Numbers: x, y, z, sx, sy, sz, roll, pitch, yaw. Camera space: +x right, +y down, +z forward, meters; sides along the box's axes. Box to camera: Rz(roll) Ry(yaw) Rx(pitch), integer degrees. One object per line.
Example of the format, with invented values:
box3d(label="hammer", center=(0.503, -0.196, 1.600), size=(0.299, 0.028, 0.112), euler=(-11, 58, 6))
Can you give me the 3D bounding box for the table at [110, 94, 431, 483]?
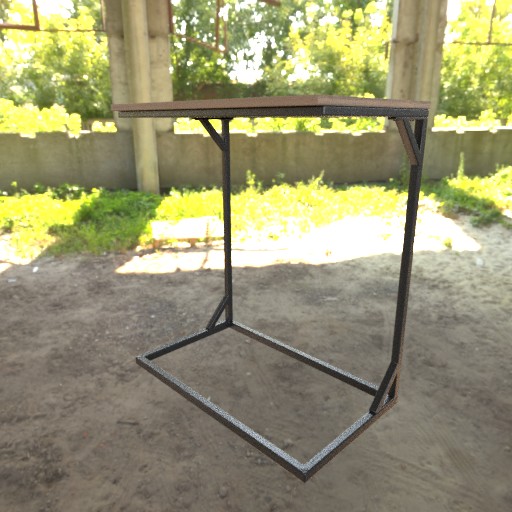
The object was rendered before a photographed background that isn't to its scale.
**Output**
box3d(label="table", center=(0.000, 0.000, 1.032), size=(0.351, 0.673, 0.597), euler=(-16, 23, -42))
